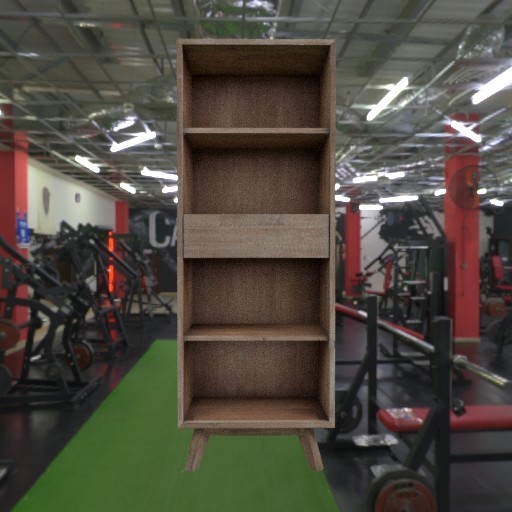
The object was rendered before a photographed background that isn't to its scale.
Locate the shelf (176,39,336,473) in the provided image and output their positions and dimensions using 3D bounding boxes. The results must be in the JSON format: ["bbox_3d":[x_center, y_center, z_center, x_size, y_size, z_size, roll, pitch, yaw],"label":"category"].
[{"bbox_3d":[0.000,0.000,1.497,0.491,1.342,0.267,0,1,-1],"label":"shelf"}]
